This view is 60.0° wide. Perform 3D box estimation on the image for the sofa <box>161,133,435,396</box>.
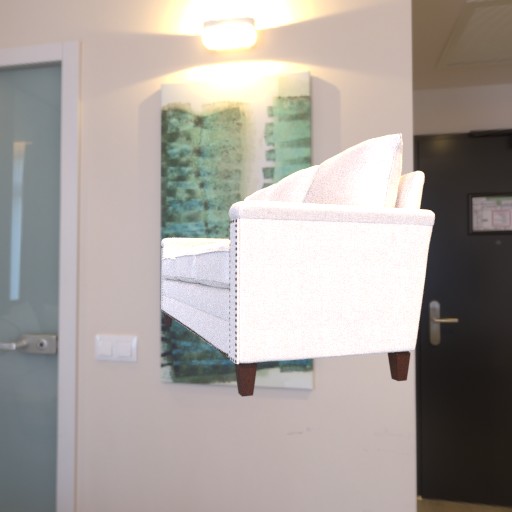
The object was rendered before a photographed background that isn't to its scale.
[{"bbox_3d":[0.000,0.000,2.427,0.828,0.961,1.925,1,-2,-19],"label":"sofa"}]
